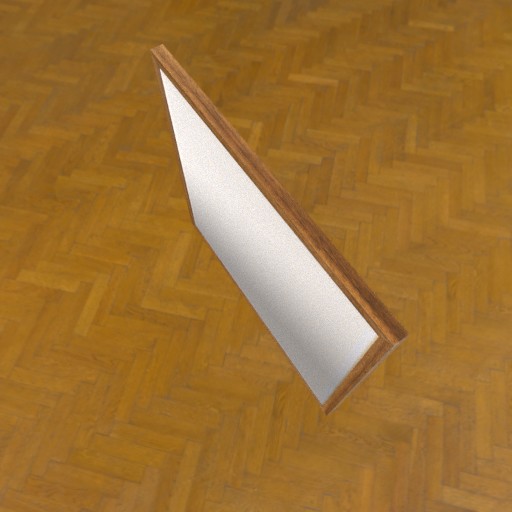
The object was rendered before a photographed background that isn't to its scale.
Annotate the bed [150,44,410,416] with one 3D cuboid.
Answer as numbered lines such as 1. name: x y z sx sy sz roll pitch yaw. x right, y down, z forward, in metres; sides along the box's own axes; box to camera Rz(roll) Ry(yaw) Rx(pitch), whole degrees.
1. bed: 0.000 0.000 1.489 0.043 0.940 1.041 -30 66 -15
